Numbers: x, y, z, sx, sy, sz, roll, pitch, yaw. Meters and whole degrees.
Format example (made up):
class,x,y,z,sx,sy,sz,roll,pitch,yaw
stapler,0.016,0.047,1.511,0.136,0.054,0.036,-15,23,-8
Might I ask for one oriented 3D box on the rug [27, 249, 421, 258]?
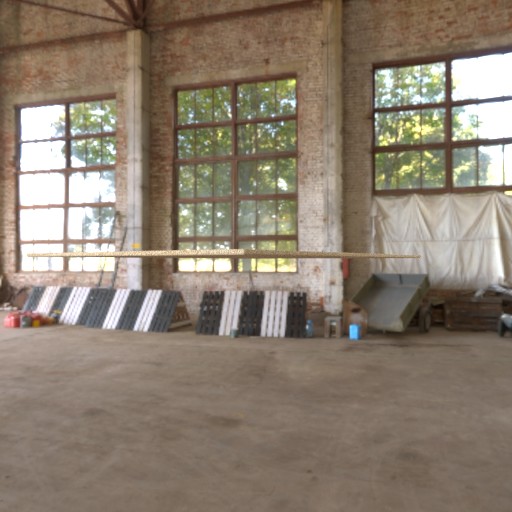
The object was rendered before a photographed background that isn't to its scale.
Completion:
class,x,y,z,sx,sy,sz,roll,pitch,yaw
rug,0.000,0.000,3.504,1.800,0.025,2.699,0,-1,35
